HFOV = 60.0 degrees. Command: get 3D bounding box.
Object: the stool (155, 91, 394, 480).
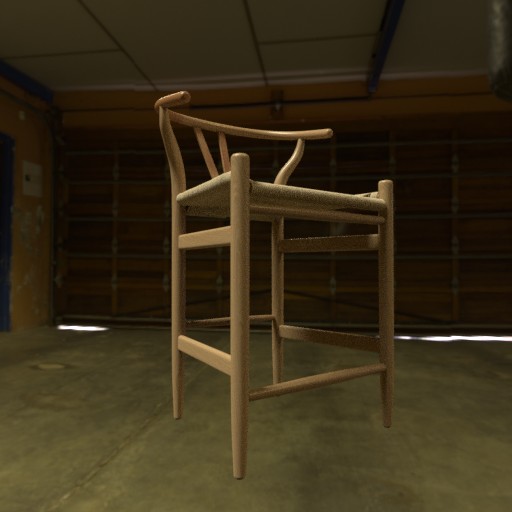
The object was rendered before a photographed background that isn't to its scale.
[{"bbox_3d":[0.000,0.000,1.274,0.536,0.923,0.575,1,-2,-37],"label":"stool"}]
